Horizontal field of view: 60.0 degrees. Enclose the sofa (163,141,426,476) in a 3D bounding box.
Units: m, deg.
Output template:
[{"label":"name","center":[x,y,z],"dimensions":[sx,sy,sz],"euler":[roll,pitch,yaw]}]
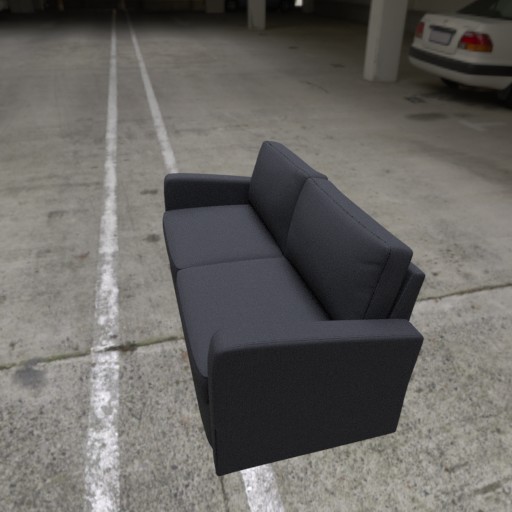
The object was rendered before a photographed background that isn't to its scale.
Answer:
[{"label":"sofa","center":[0.000,0.000,2.375],"dimensions":[0.898,0.839,1.852],"euler":[-7,30,-13]}]
